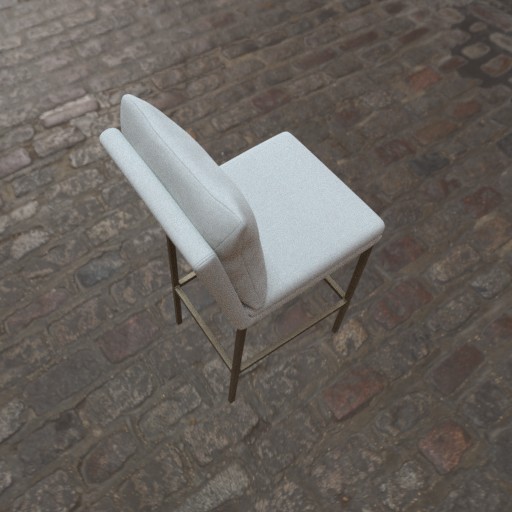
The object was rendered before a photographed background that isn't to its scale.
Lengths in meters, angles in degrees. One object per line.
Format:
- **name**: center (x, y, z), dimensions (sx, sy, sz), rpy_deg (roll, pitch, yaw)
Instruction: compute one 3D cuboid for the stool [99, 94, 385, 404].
- **stool**: center (0.000, 0.000, 1.397), dimensions (0.572, 1.125, 0.463), rpy_deg (-31, 63, -18)
